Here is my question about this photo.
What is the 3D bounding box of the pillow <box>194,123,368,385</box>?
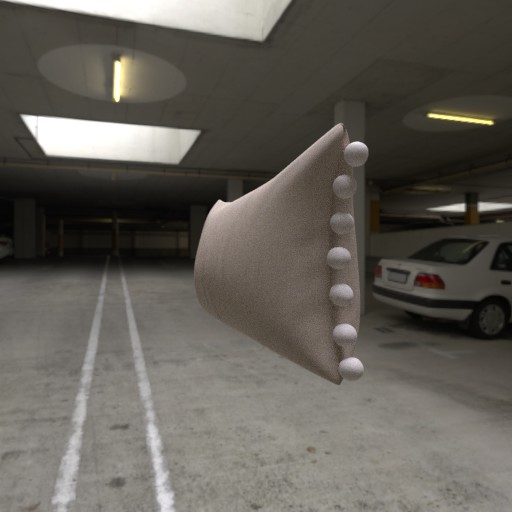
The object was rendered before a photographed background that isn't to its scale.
[{"bbox_3d":[0.000,0.000,0.847,0.201,0.322,0.709,0,0,-18],"label":"pillow"}]
